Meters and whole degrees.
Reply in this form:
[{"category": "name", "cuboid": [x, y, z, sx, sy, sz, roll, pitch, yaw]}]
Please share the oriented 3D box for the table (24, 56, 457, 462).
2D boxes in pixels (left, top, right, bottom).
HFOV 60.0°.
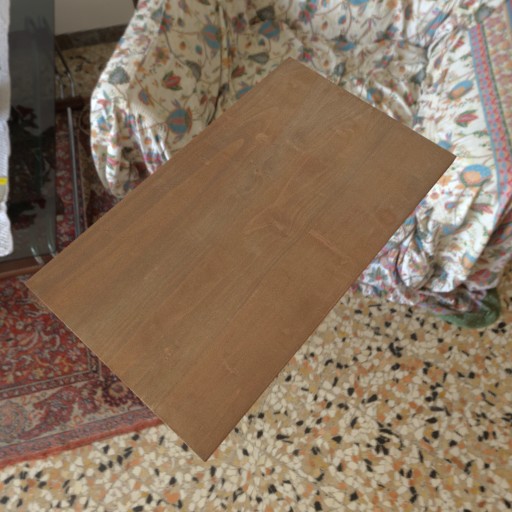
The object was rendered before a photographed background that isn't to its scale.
[{"category": "table", "cuboid": [0.000, 0.000, 2.169, 0.946, 0.780, 1.609, 38, 70, 16]}]
